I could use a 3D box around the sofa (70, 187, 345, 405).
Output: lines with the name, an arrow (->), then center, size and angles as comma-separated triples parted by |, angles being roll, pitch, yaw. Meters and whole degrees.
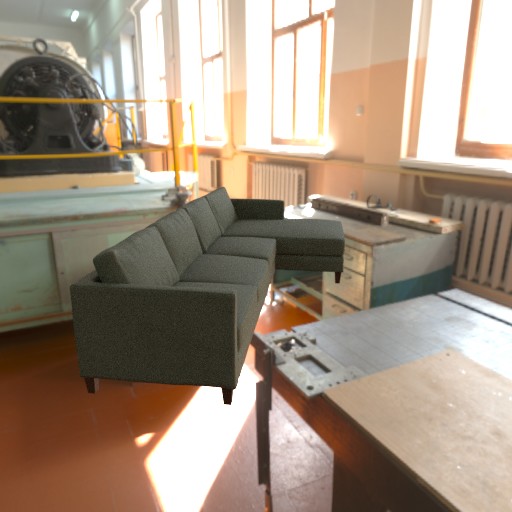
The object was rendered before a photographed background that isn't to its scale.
sofa -> 0.000, 0.000, 3.883 | 1.625, 0.861, 3.186 | 2, 16, 8
